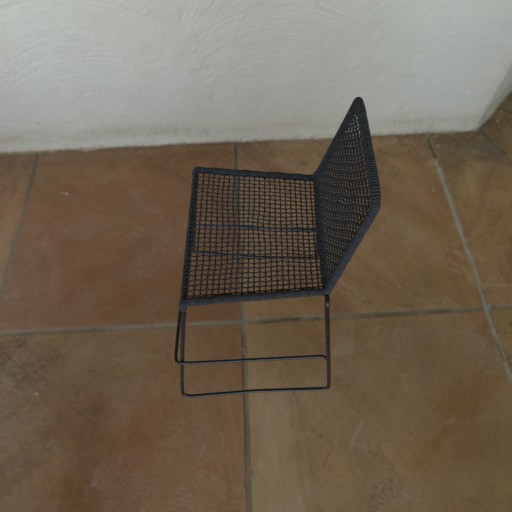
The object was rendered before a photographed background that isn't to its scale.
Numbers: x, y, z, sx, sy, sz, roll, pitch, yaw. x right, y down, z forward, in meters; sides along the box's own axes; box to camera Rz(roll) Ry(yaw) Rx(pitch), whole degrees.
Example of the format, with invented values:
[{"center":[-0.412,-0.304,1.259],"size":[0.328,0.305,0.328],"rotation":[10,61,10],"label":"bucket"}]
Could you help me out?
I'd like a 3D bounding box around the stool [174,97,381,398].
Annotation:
[{"center":[0.000,0.000,1.288],"size":[0.509,0.905,0.590],"rotation":[0,58,0],"label":"stool"}]
